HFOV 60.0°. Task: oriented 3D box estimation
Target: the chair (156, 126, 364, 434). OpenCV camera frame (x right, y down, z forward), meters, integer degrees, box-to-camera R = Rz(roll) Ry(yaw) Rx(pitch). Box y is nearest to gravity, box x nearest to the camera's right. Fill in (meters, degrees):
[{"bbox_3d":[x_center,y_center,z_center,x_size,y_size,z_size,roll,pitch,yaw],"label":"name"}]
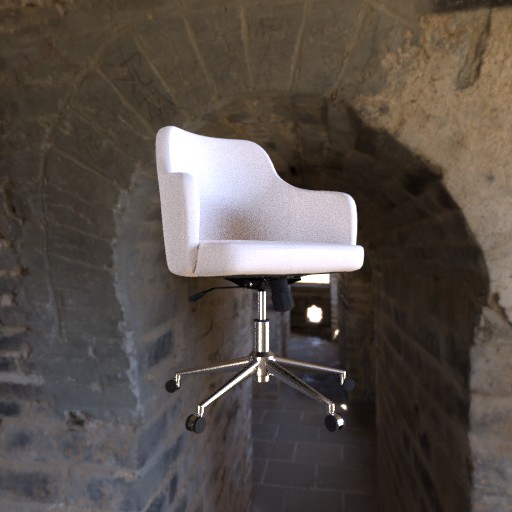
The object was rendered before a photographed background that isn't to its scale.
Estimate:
[{"bbox_3d":[0.000,0.000,1.284,0.602,0.819,0.647,0,0,-37],"label":"chair"}]
